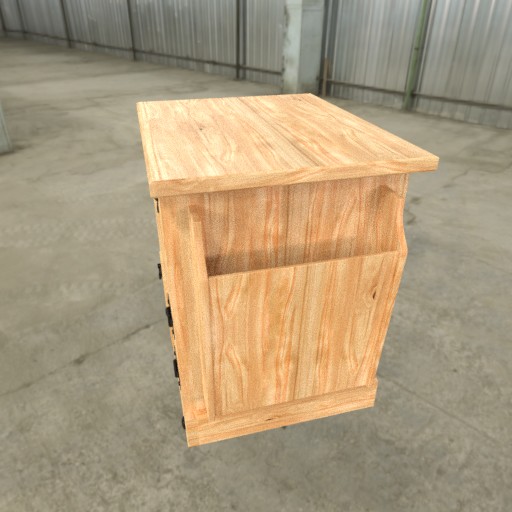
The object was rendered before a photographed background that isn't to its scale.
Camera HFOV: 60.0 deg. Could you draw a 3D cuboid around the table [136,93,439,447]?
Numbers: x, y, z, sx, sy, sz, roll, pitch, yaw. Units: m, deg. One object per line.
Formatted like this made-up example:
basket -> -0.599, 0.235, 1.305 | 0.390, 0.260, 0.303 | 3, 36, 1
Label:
table -> 0.000, 0.000, 0.873 | 0.380, 0.515, 0.530 | -8, 31, -13
